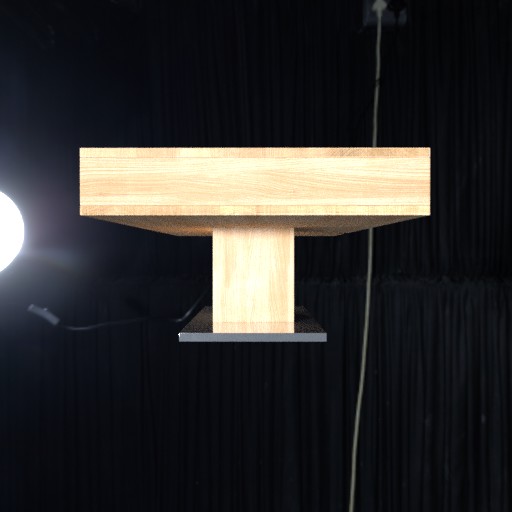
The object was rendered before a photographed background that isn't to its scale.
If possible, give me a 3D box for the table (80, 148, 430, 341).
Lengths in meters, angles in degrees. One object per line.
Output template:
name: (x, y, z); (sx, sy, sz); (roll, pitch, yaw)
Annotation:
table: (0.000, 0.000, 1.435); (0.700, 0.440, 1.100); (0, 0, 0)
